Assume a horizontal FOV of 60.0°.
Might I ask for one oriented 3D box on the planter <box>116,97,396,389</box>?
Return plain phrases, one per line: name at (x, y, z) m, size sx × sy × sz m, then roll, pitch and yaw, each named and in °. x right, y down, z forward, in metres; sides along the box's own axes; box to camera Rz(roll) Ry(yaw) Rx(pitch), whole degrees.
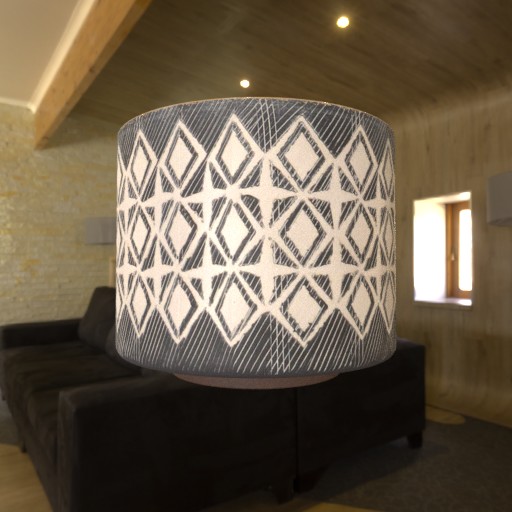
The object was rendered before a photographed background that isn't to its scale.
planter at (0.000, 0.000, 0.211) m, size 0.126 × 0.104 × 0.126 m, roll 0°, pitch -1°, yaw 0°
